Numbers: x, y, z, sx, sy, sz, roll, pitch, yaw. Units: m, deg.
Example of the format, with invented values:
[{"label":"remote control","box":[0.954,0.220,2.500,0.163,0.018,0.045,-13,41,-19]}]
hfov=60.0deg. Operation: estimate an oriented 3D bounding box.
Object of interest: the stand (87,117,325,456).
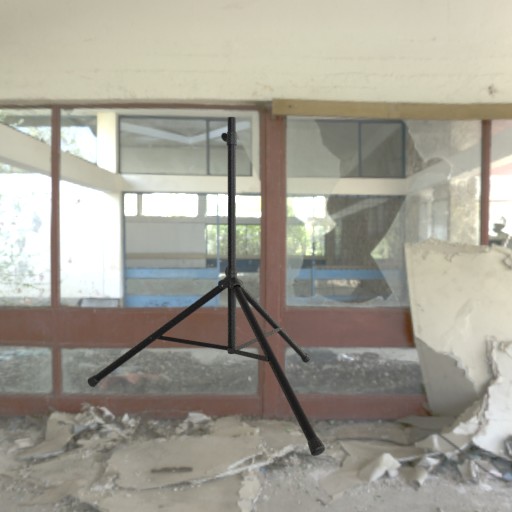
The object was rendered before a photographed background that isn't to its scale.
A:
[{"label":"stand","box":[0.000,0.000,2.739,1.596,1.595,1.339,1,1,37]}]
